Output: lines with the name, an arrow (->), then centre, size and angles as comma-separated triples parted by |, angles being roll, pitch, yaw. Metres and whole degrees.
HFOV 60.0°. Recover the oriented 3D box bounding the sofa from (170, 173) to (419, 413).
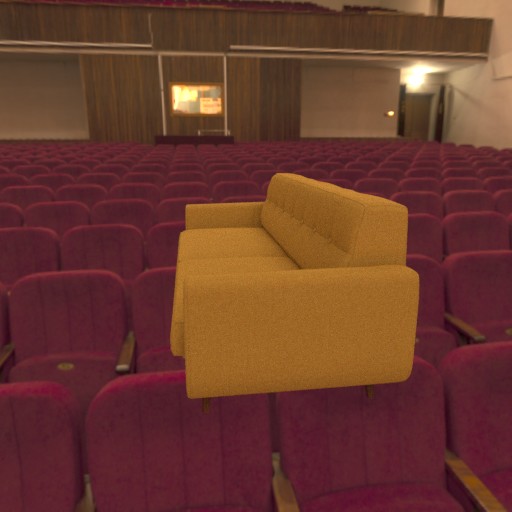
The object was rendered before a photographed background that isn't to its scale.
sofa -> 0.000, 0.000, 2.538 | 0.909, 0.841, 2.029 | -2, 14, -8
